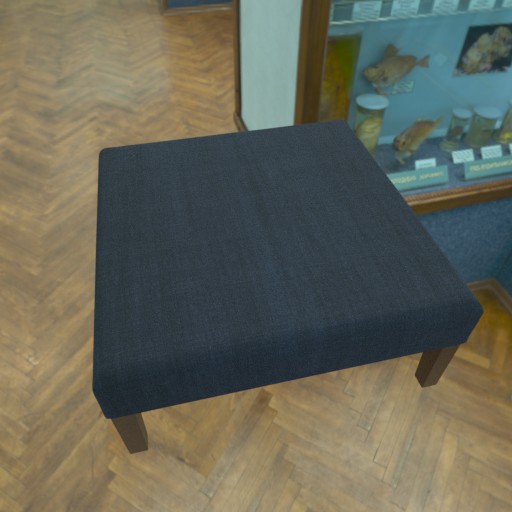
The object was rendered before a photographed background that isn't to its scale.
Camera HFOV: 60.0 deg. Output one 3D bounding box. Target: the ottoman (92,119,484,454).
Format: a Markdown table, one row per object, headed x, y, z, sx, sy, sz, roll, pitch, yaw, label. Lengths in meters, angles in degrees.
| x | y | z | sx | sy | sz | roll | pitch | yaw | label |
| --- | --- | --- | --- | --- | --- | --- | --- | --- | --- |
| 0.000 | 0.000 | 1.363 | 0.889 | 0.411 | 0.890 | -9 | 47 | -9 | ottoman |
